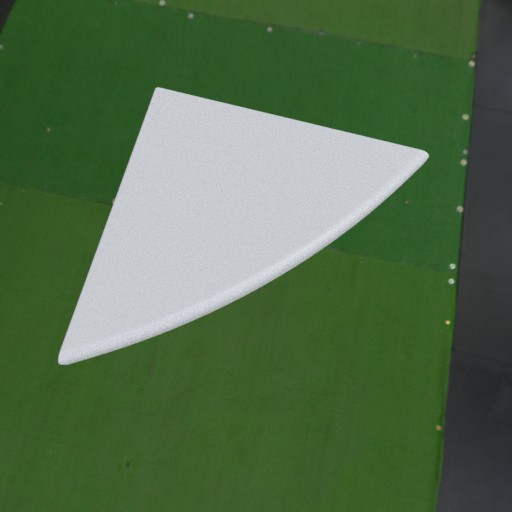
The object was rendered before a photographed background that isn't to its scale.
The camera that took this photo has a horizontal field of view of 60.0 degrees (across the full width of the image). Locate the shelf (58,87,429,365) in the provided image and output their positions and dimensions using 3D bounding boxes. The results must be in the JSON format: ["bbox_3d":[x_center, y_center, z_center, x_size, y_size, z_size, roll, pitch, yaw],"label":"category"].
[{"bbox_3d":[0.000,0.000,0.468,0.310,0.050,0.310,14,76,4],"label":"shelf"}]
